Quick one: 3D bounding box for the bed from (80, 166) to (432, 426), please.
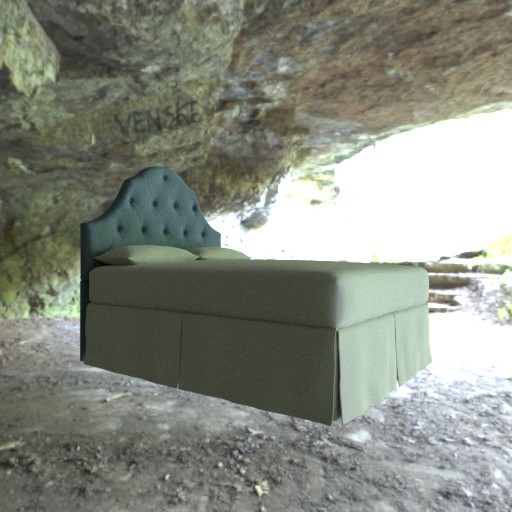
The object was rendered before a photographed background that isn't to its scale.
[{"bbox_3d":[0.000,0.000,3.291,2.155,1.575,1.636,0,0,36],"label":"bed"}]
